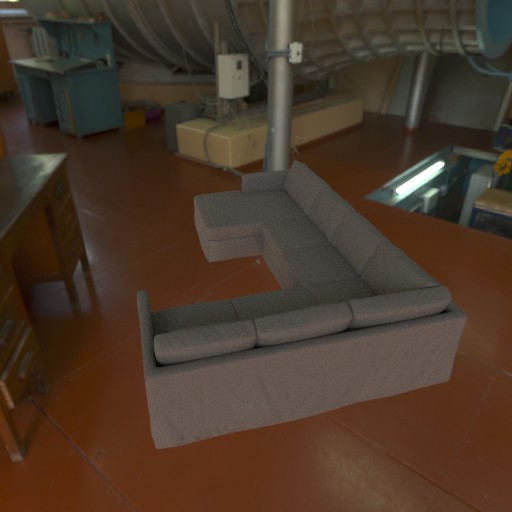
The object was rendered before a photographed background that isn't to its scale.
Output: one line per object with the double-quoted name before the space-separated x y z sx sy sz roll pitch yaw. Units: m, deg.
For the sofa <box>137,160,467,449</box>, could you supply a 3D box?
"sofa" 0.000 0.000 4.650 2.476 0.878 3.528 -8 31 -13
